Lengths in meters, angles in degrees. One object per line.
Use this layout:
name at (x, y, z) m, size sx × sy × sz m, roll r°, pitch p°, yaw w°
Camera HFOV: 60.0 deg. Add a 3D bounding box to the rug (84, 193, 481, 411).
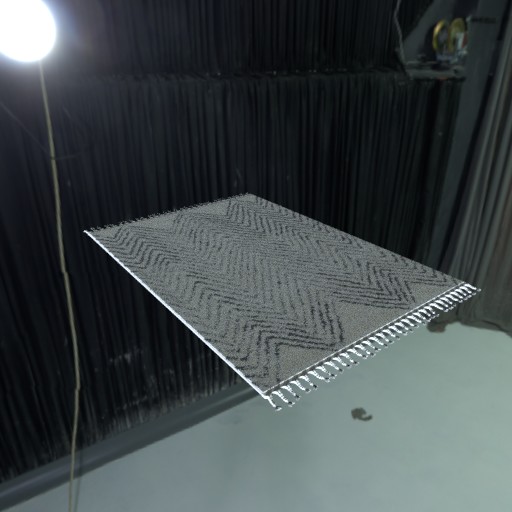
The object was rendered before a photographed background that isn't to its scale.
rug at (0.000, 0.000, 2.357) m, size 1.230 × 0.014 × 1.847 m, roll -18°, pitch 31°, yaw -33°
